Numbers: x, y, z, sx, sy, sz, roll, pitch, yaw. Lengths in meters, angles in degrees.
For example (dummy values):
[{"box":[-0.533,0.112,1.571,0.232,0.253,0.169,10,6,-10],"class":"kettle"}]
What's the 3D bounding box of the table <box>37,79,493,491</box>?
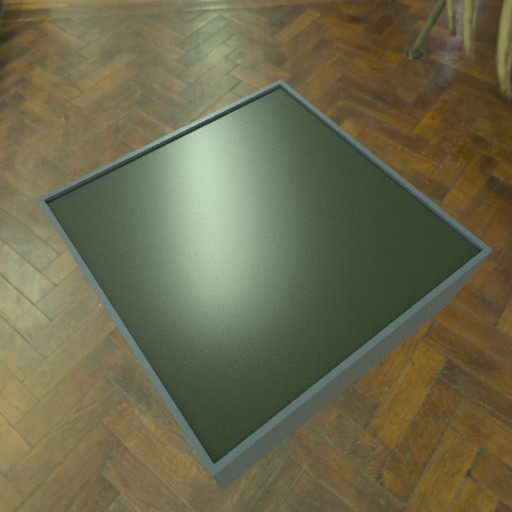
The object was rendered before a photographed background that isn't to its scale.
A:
[{"box":[0.000,0.000,1.217,0.801,0.299,0.801,-33,63,-19],"class":"table"}]
